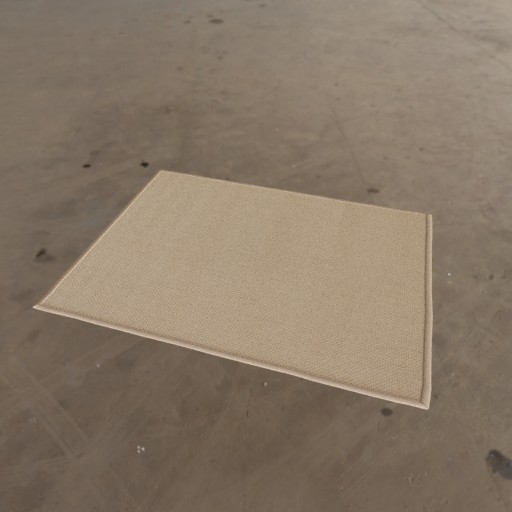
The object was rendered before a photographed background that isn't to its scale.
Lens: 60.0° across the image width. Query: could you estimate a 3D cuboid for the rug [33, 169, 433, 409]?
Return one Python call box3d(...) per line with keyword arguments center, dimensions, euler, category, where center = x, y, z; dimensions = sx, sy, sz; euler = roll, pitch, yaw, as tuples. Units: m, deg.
box3d(center=(0.000, 0.000, 2.723), dimensions=(2.081, 0.020, 1.525), euler=(11, 43, 13), category="rug")
